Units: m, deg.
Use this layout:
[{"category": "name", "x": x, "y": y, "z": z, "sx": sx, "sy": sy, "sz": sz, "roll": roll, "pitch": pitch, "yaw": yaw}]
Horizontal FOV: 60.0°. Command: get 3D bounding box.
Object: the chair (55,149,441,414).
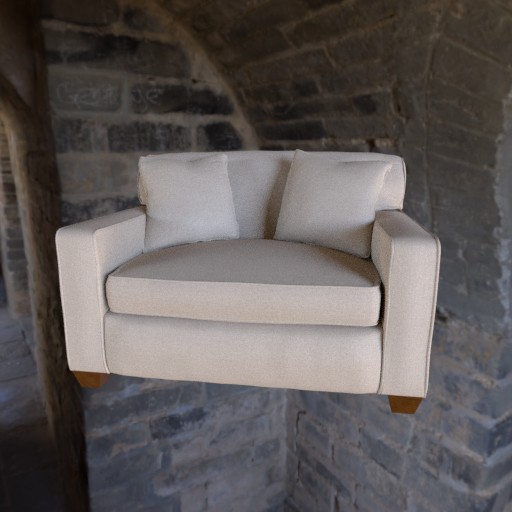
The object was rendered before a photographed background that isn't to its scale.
[{"category": "chair", "x": 0.000, "y": 0.000, "z": 2.014, "sx": 1.383, "sy": 0.948, "sz": 1.000, "roll": 2, "pitch": 13, "yaw": 8}]
